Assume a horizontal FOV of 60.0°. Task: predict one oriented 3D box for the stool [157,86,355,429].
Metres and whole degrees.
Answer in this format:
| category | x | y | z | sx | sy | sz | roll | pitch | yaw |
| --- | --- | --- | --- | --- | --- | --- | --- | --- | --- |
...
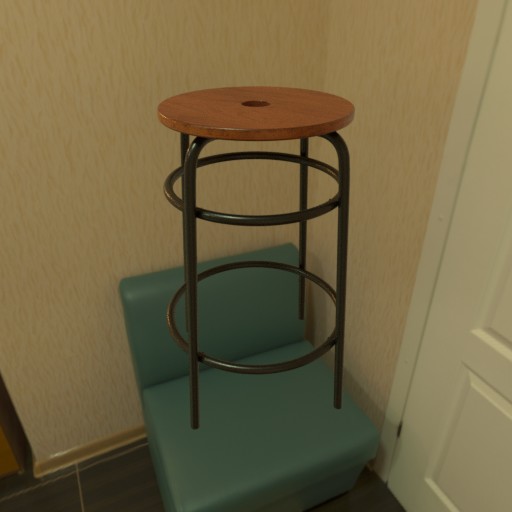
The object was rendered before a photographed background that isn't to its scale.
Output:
| category | x | y | z | sx | sy | sz | roll | pitch | yaw |
| --- | --- | --- | --- | --- | --- | --- | --- | --- | --- |
| stool | 0.000 | 0.000 | 0.918 | 0.455 | 0.610 | 0.455 | 20 | 36 | 30 |
